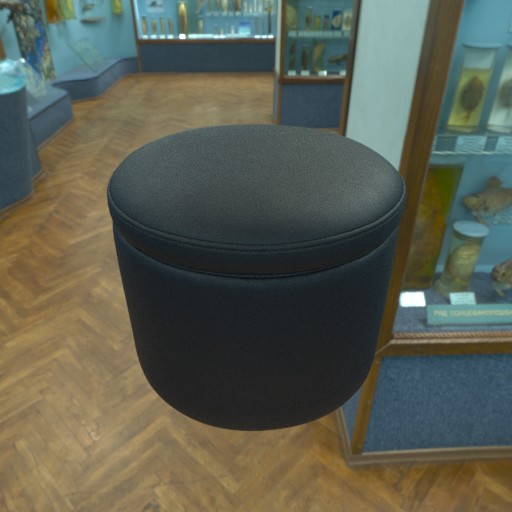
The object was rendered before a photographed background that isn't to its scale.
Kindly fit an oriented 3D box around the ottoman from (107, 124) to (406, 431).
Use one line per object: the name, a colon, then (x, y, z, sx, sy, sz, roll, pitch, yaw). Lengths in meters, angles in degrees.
ottoman: (0.000, 0.000, 0.853, 0.501, 0.409, 0.501, 0, 32, 0)
